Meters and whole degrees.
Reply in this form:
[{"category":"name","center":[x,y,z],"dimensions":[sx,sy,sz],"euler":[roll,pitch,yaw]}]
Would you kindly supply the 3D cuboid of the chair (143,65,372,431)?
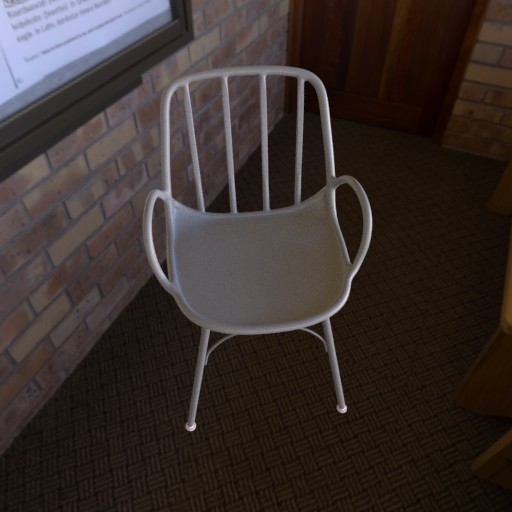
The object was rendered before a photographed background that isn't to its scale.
[{"category":"chair","center":[0.000,0.000,1.237],"dimensions":[0.549,0.816,0.597],"euler":[-5,46,-5]}]
